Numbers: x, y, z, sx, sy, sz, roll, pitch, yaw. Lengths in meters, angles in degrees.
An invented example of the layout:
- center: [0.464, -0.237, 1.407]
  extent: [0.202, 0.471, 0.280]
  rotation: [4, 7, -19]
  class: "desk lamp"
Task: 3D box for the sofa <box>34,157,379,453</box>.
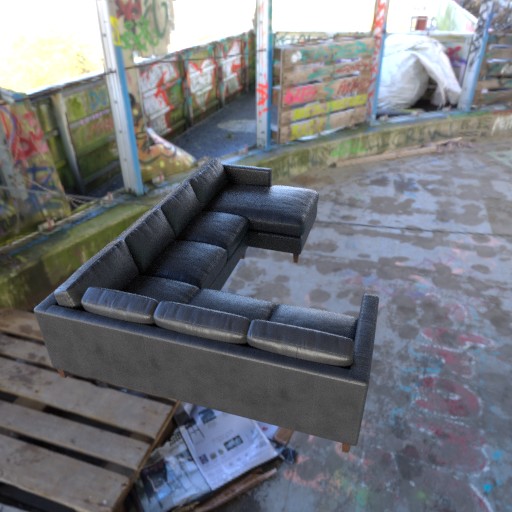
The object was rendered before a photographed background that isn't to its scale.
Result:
- center: [0.000, 0.000, 4.475]
  extent: [2.452, 0.891, 3.324]
  rotation: [9, 33, 15]
  class: "sofa"
